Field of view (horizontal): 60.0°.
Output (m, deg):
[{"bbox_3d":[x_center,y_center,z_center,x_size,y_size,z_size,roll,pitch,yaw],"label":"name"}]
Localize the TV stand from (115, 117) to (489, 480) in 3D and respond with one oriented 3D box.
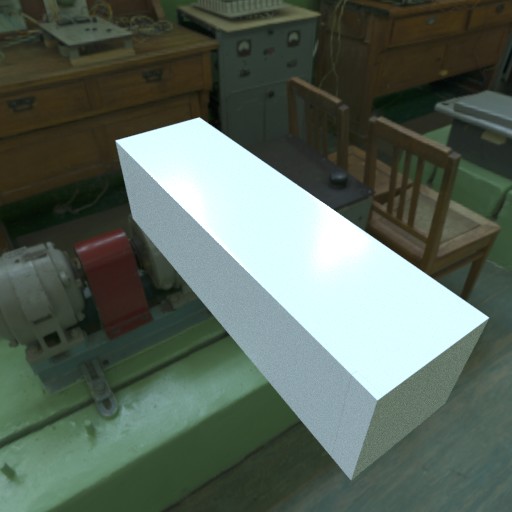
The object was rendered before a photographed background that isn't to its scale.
[{"bbox_3d":[0.000,0.000,1.656,0.410,0.440,1.500,-25,47,-26],"label":"TV stand"}]
